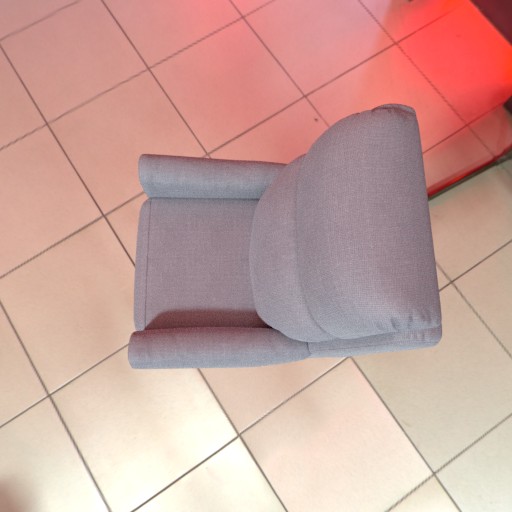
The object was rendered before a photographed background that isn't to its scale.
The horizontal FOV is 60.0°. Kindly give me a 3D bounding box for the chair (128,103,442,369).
[{"bbox_3d":[0.000,0.000,1.719,1.014,1.054,0.838,-1,75,0],"label":"chair"}]
